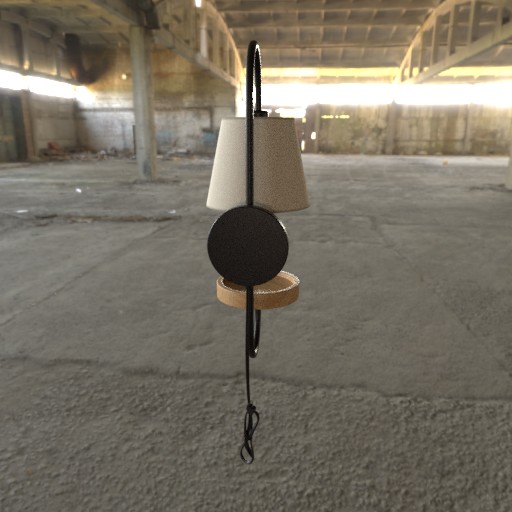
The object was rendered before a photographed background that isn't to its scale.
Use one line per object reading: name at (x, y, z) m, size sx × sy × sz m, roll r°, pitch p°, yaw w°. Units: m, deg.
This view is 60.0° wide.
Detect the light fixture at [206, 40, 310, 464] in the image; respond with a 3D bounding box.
light fixture at (0.000, 0.000, 0.935) m, size 0.220 × 0.821 × 0.299 m, roll 2°, pitch 15°, yaw 6°
